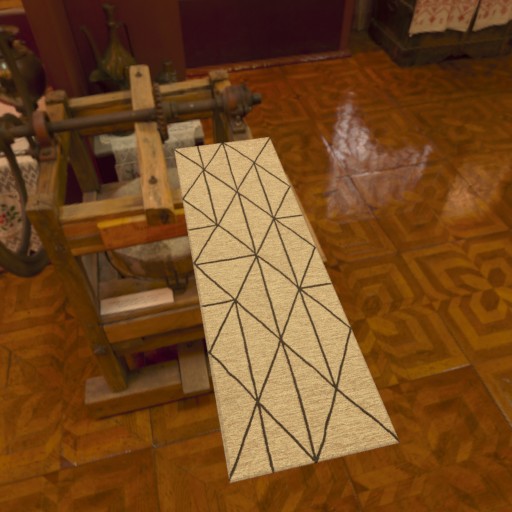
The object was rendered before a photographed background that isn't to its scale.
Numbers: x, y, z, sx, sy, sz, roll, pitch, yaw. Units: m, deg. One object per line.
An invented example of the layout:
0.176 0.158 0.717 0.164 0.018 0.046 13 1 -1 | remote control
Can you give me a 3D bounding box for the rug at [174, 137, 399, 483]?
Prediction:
0.000 0.000 2.695 0.762 0.012 2.438 -9 49 -8 | rug
